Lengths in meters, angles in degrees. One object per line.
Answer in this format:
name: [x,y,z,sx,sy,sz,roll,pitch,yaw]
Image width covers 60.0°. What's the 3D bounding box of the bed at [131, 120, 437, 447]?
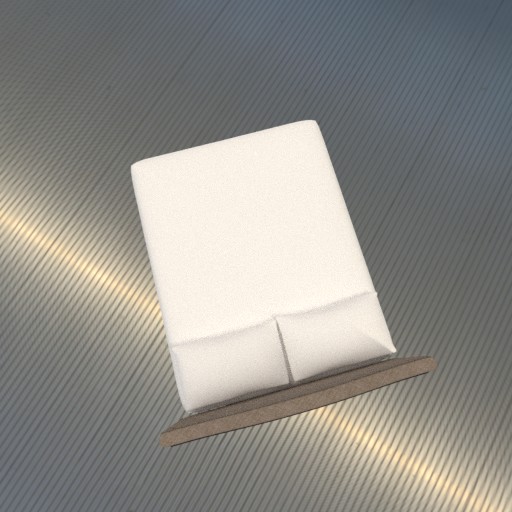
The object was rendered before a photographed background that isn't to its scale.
bed: [0.000,0.000,3.301,1.713,1.518,2.153,-15,76,-4]
